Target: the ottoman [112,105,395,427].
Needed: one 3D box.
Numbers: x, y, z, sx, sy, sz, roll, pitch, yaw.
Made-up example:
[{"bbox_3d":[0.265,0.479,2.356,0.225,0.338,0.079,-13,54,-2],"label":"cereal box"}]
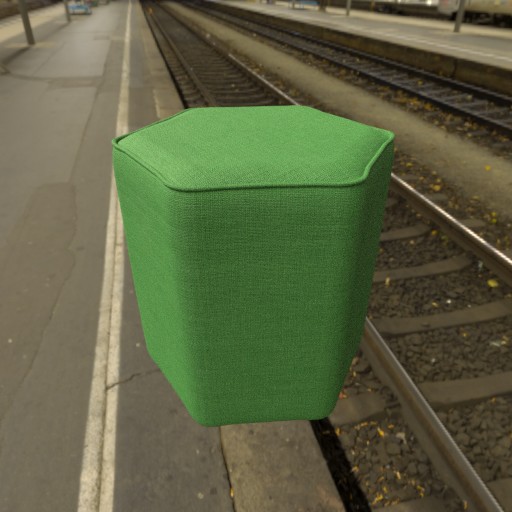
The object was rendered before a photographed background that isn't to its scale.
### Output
[{"bbox_3d":[0.000,0.000,0.894,0.444,0.507,0.499,-20,37,-29],"label":"ottoman"}]
